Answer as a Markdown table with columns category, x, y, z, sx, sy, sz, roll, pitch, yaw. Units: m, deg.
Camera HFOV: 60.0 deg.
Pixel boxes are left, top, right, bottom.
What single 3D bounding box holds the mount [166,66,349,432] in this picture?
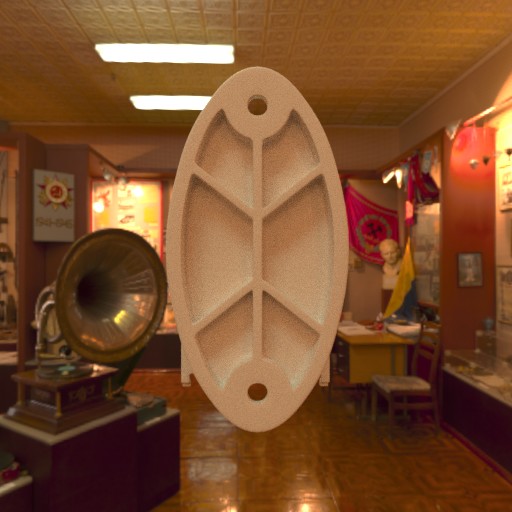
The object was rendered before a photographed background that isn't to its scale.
| category | x | y | z | sx | sy | sz | roll | pitch | yaw |
| --- | --- | --- | --- | --- | --- | --- | --- | --- | --- |
| mount | 0.000 | 0.000 | 0.176 | 0.066 | 0.118 | 0.100 | 0 | 0 | -1 |
